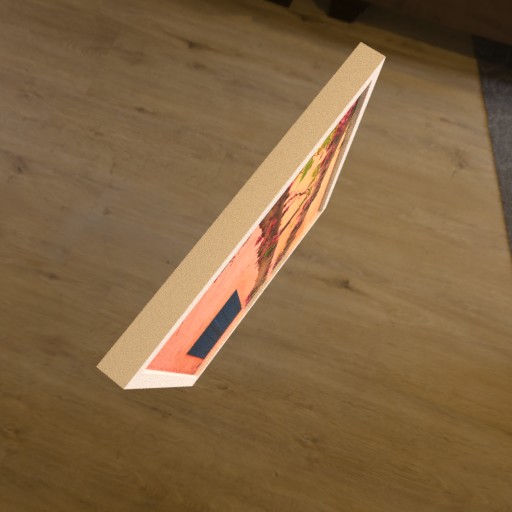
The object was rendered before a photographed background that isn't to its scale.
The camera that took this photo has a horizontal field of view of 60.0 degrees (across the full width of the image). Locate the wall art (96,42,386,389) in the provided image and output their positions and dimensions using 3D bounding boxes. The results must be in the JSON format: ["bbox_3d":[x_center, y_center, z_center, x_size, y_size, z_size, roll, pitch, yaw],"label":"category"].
[{"bbox_3d":[0.000,0.000,0.758,0.038,0.508,0.507,35,77,9],"label":"wall art"}]
